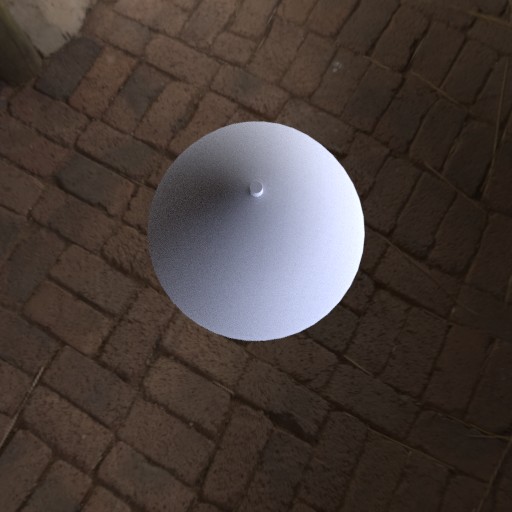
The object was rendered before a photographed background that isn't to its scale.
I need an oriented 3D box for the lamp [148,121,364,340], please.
[{"bbox_3d":[0.000,0.000,0.429,0.171,0.330,0.171,0,76,0],"label":"lamp"}]
